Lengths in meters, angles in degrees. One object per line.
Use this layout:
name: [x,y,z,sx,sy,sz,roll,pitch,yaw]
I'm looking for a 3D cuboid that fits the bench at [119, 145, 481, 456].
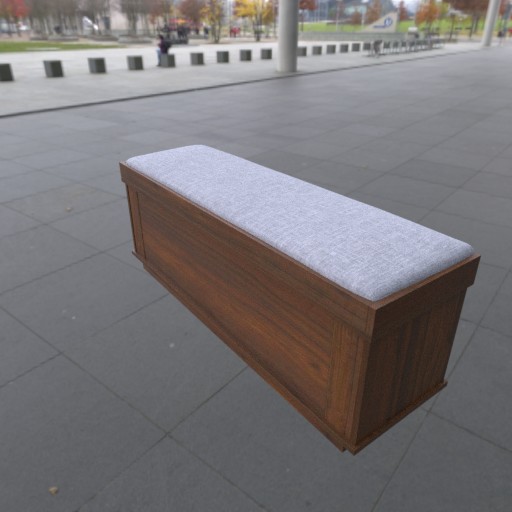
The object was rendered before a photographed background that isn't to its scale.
bench: [0.000,0.000,1.396,0.367,0.468,1.196,-19,33,-32]
